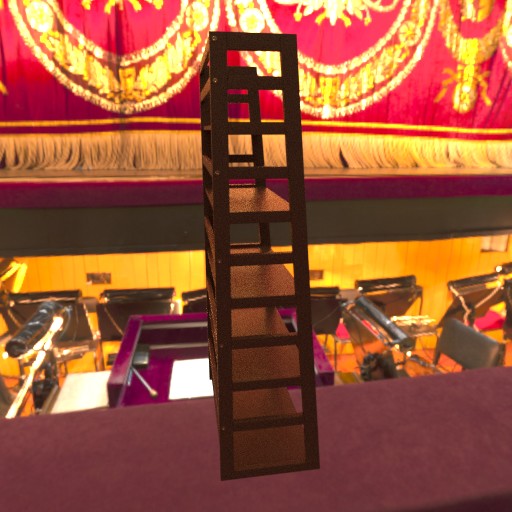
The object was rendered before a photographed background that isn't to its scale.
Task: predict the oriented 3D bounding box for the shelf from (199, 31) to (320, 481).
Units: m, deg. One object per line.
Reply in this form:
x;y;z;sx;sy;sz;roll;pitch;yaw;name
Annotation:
0.000;0.000;1.905;0.403;1.600;0.763;-3;16;-9;shelf
